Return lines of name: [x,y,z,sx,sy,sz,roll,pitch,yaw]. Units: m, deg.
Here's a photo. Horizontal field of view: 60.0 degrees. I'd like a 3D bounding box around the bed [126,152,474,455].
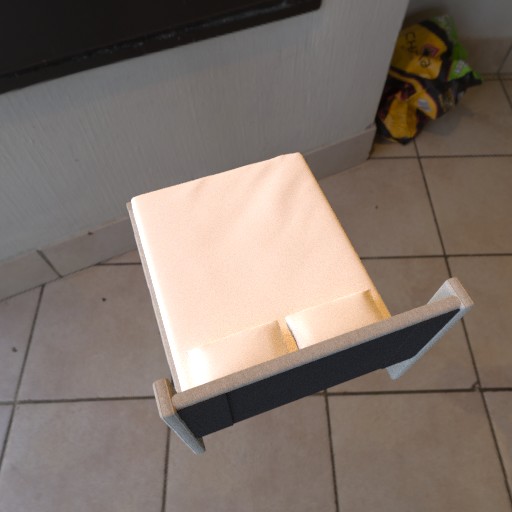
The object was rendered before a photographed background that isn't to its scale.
bed: [0.000,0.000,3.445,1.774,1.491,2.222,-17,61,-10]
